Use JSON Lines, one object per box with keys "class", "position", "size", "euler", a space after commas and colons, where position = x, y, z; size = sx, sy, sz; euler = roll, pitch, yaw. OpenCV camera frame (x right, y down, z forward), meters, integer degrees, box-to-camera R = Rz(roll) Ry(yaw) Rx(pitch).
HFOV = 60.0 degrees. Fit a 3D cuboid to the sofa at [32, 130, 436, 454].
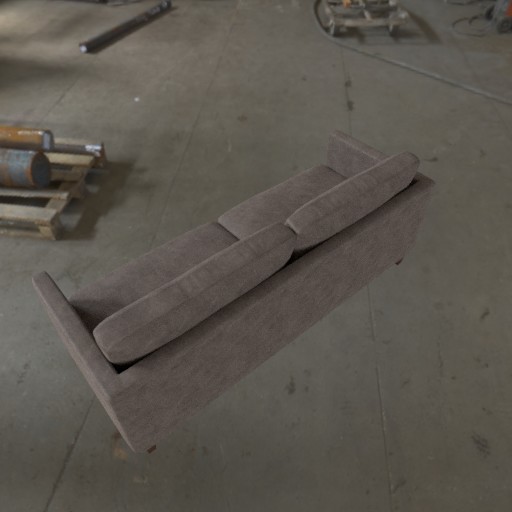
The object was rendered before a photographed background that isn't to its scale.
{"class": "sofa", "position": [0.000, 0.000, 2.866], "size": [2.434, 0.965, 0.951], "euler": [-31, 53, -27]}
